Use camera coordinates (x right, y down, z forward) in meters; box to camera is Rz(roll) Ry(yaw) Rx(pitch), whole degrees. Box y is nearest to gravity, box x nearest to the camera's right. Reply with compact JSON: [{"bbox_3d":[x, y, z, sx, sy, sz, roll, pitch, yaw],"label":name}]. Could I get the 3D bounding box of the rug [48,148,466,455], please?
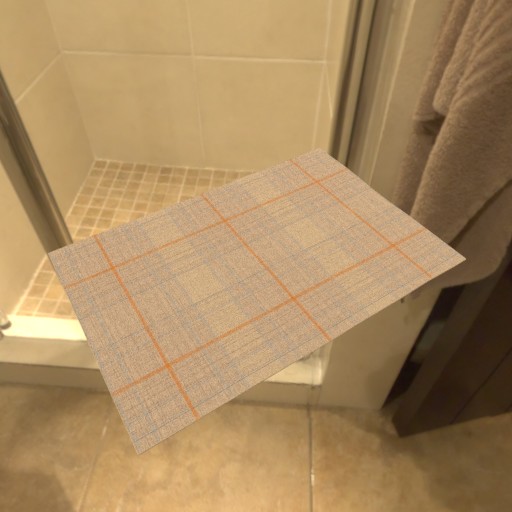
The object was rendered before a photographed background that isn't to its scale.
[{"bbox_3d":[0.000,0.000,2.326,1.825,0.015,1.232,-25,52,-22],"label":"rug"}]
